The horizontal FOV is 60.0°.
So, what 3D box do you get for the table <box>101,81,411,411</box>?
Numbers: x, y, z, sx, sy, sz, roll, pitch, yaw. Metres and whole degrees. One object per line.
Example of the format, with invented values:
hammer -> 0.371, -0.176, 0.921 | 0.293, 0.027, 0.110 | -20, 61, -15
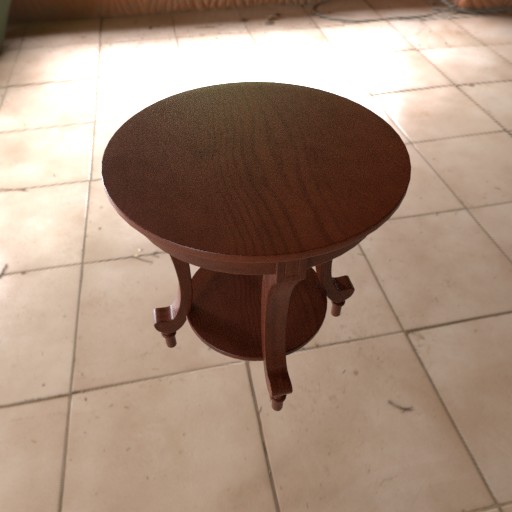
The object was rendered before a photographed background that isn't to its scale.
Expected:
table -> 0.000, 0.000, 1.094 | 0.597, 0.612, 0.597 | 0, 46, 0
